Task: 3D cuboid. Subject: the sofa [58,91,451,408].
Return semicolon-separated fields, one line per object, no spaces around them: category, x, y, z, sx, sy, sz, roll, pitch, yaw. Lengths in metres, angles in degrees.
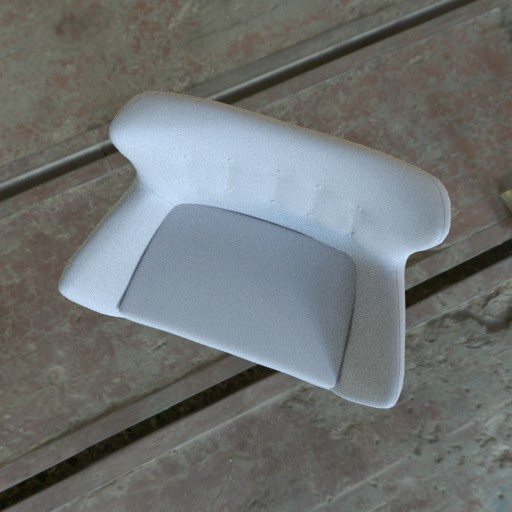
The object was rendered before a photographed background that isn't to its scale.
sofa;0.000;0.000;1.991;1.424;0.878;0.921;18;76;5
